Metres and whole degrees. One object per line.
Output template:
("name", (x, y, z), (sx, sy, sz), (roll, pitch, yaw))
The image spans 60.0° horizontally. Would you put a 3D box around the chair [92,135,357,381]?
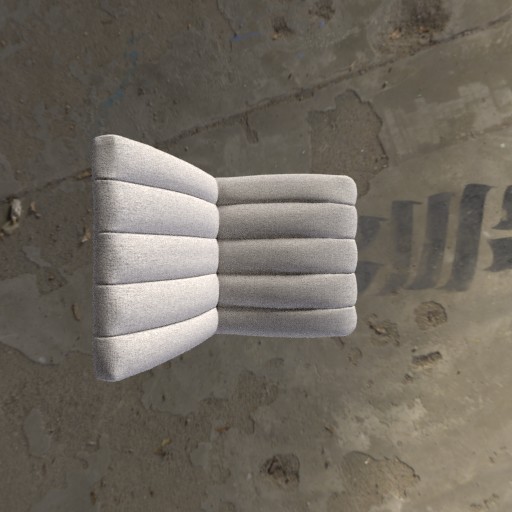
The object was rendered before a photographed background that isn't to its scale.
("chair", (0.000, 0.000, 1.351), (0.647, 1.016, 0.511), (0, 91, 0))
